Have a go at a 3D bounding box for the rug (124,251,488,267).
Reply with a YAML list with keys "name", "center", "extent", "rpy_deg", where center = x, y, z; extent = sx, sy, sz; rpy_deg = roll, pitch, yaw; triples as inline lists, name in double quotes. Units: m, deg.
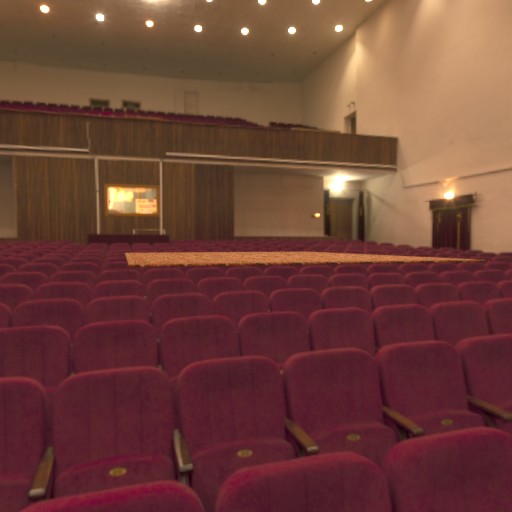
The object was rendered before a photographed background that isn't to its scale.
- name: "rug"
  center: [0.000, 0.000, 2.254]
  extent: [1.278, 0.009, 1.726]
  rpy_deg: [-1, 2, -17]
